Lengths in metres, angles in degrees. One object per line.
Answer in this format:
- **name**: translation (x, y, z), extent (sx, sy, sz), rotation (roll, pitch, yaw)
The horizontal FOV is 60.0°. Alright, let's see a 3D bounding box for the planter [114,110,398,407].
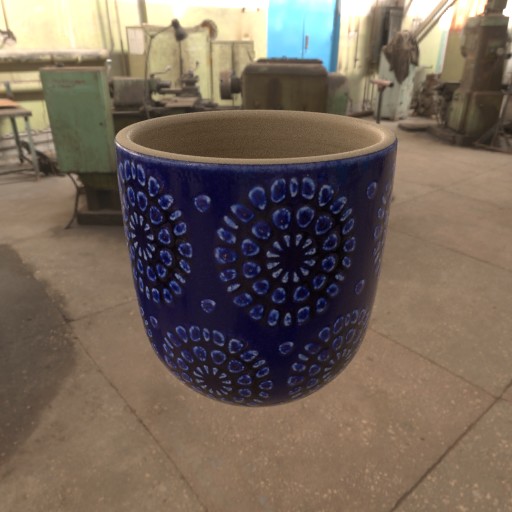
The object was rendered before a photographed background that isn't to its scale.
- **planter**: translation (0.000, 0.000, 0.199), extent (0.109, 0.112, 0.109), rotation (0, 26, 0)
